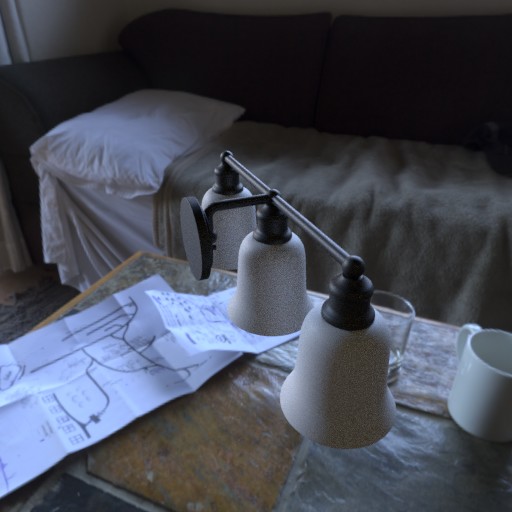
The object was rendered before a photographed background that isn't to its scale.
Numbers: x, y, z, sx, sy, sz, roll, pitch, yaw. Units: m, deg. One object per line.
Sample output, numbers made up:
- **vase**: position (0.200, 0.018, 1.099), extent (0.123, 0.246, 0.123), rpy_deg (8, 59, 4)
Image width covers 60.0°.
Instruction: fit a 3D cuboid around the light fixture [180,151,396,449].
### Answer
- **light fixture**: position (0.000, 0.000, 0.676), extent (0.198, 0.211, 0.570), rpy_deg (-11, 31, -19)
